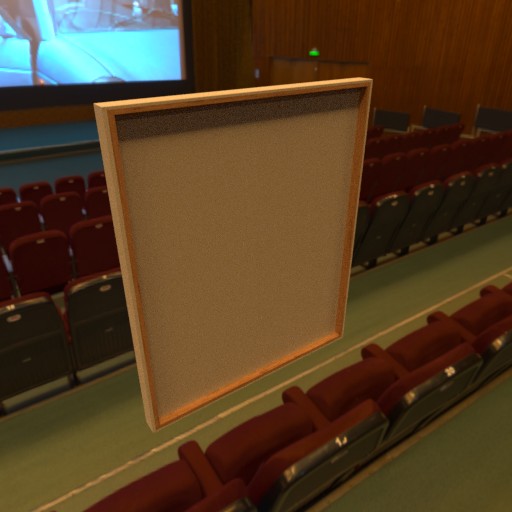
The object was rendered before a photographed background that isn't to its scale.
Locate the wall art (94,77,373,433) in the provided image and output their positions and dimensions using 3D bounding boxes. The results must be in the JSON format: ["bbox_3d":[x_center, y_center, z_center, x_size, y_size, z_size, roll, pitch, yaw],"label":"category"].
[{"bbox_3d":[0.000,0.000,0.853,0.508,0.606,0.037,-18,33,-30],"label":"wall art"}]
